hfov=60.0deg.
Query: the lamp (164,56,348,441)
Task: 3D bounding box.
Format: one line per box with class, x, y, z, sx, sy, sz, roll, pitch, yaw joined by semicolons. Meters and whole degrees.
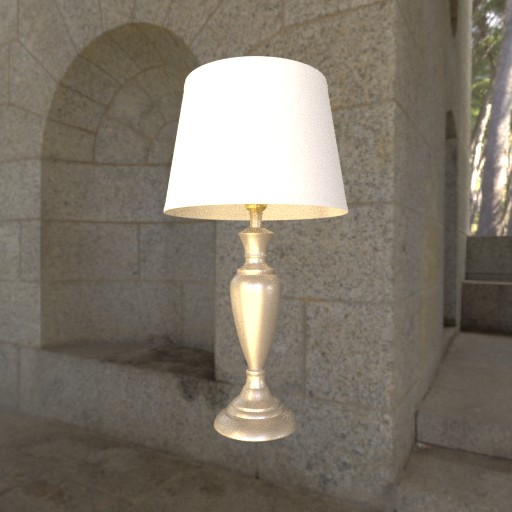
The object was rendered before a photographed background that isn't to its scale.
lamp;0.000;0.000;0.805;0.328;0.612;0.328;0;0;0
